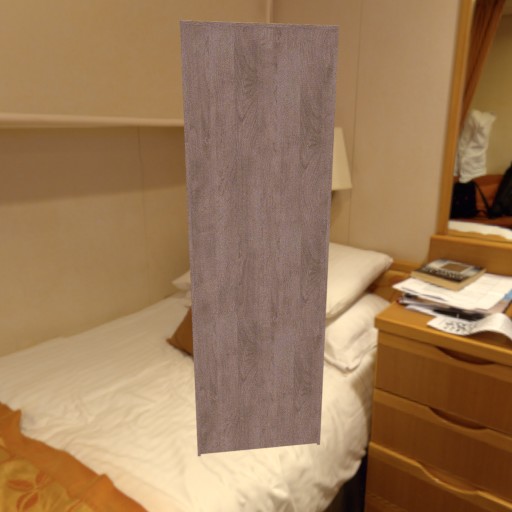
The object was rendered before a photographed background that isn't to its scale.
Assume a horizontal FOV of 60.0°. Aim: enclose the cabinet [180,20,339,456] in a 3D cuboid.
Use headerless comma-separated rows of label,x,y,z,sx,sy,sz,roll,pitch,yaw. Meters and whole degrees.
cabinet,0.000,0.000,1.767,0.520,1.630,0.250,-2,16,-8
